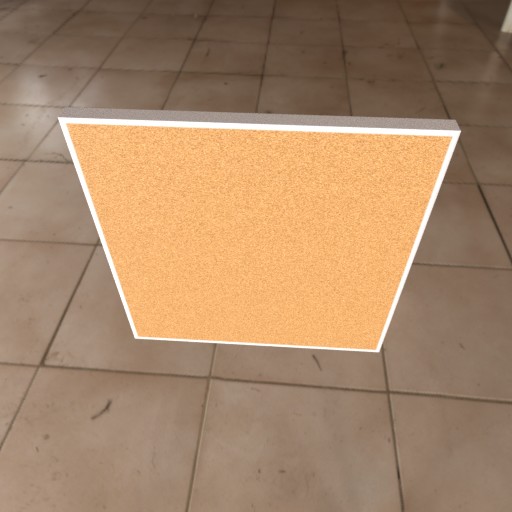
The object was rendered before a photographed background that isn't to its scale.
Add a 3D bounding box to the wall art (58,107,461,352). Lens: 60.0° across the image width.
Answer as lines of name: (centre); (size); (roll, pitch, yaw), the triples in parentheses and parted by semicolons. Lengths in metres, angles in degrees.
wall art: (0.000, 0.000, 1.131); (0.768, 0.765, 0.041); (3, 46, 3)
